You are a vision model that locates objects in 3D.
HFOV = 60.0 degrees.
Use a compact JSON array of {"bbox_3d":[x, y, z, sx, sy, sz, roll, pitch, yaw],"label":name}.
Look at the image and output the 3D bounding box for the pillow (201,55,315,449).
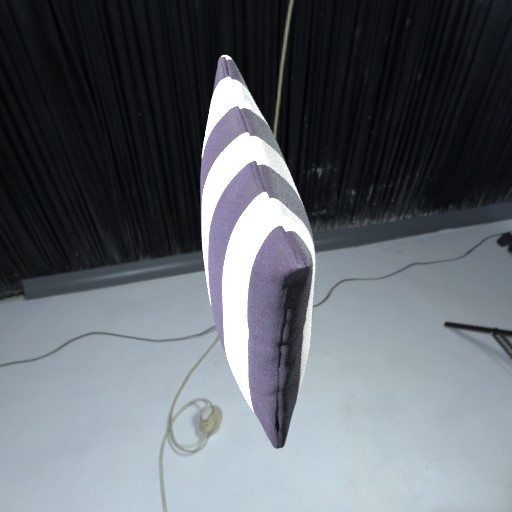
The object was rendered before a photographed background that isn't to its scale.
[{"bbox_3d":[0.000,0.000,0.808,0.189,0.526,0.536,-9,47,-9],"label":"pillow"}]
